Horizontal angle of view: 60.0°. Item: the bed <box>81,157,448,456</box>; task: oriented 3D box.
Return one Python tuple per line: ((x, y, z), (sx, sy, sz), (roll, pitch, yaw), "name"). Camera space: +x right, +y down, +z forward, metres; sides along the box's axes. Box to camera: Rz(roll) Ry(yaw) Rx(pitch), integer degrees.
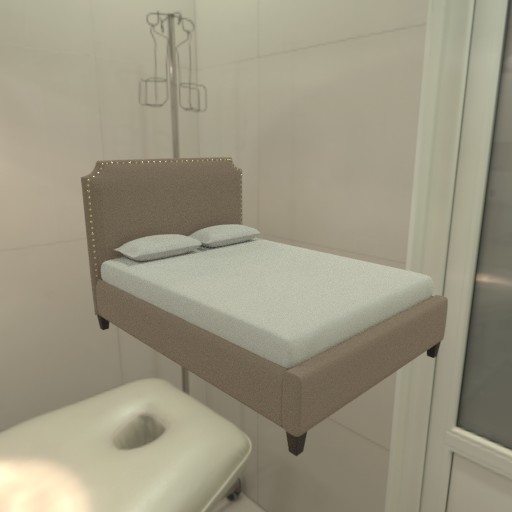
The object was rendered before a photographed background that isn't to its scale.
((0.000, 0.000, 3.472), (1.713, 1.443, 2.372), (-13, 19, -42), "bed")
